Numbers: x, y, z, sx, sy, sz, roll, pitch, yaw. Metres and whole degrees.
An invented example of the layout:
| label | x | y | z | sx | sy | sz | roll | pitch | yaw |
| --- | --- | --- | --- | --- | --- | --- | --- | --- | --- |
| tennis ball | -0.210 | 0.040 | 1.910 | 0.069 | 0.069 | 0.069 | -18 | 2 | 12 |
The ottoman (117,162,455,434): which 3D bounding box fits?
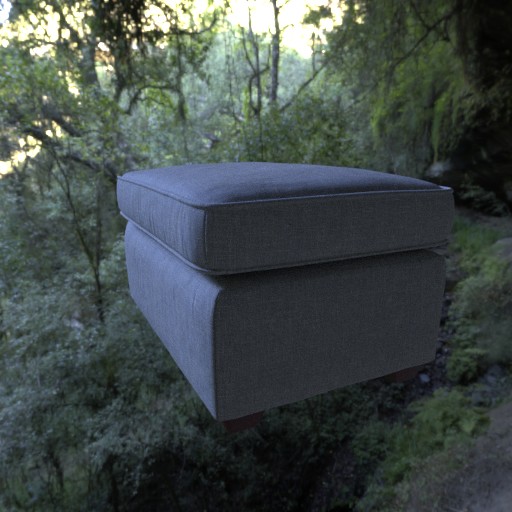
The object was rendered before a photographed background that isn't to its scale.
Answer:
| label | x | y | z | sx | sy | sz | roll | pitch | yaw |
| --- | --- | --- | --- | --- | --- | --- | --- | --- | --- |
| ottoman | 0.000 | 0.000 | 1.118 | 0.559 | 0.457 | 0.762 | -7 | 16 | -26 |
